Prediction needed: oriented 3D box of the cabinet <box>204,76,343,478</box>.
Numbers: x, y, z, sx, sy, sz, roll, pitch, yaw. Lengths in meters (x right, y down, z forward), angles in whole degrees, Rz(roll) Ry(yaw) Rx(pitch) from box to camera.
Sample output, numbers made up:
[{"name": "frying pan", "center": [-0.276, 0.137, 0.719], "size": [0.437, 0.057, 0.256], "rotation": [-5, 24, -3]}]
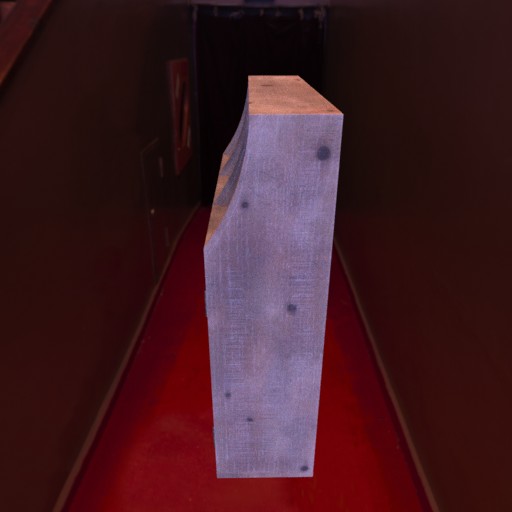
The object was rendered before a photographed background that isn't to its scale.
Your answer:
[{"name": "cabinet", "center": [0.000, 0.000, 0.833], "size": [0.184, 0.590, 0.489], "rotation": [0, 27, -1]}]
